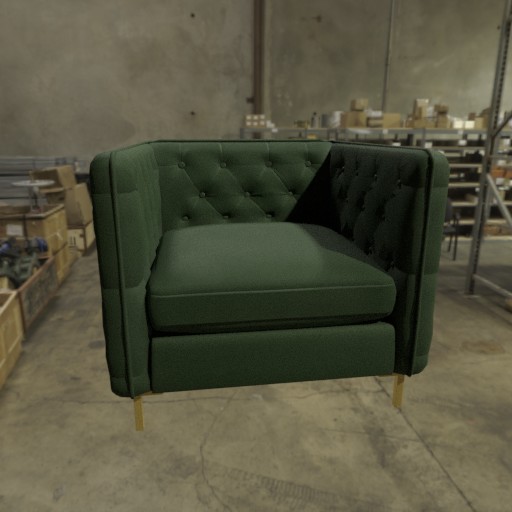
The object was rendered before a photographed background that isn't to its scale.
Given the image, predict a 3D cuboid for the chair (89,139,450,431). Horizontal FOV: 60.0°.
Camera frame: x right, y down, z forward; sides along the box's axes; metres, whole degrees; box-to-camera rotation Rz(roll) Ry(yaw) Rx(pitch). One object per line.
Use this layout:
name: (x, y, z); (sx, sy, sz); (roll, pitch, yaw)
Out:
chair: (0.000, 0.000, 1.530); (0.917, 0.768, 0.855); (-2, 16, -8)
